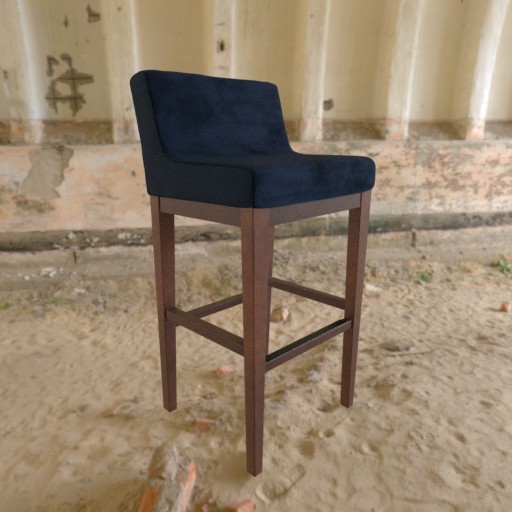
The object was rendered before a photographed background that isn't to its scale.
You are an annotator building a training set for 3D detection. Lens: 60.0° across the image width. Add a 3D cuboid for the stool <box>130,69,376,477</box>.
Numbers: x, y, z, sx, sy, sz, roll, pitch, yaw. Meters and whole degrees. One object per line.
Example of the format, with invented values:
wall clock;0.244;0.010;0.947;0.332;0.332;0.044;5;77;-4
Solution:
stool;0.000;0.000;1.331;0.511;1.037;0.500;-15;21;-43
